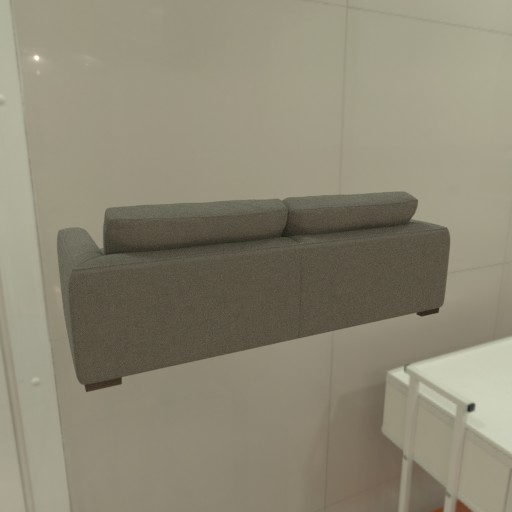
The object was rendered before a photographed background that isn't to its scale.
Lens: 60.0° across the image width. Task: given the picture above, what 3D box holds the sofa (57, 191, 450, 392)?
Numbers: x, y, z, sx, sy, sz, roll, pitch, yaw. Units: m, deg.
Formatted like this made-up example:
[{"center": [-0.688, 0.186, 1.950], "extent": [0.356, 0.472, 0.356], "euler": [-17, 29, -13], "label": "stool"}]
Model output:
[{"center": [0.000, 0.000, 2.792], "extent": [2.262, 0.801, 1.070], "euler": [-7, 15, -26], "label": "sofa"}]
